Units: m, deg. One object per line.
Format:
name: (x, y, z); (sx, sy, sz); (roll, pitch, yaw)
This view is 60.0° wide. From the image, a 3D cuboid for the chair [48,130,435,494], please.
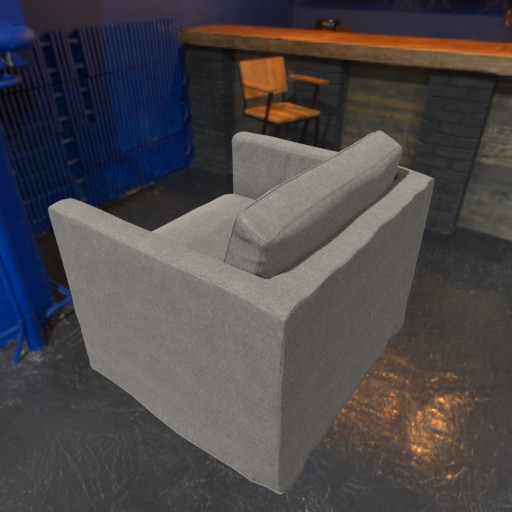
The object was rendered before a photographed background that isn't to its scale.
chair: (0.000, 0.000, 1.672); (0.949, 0.863, 1.057); (22, 38, 30)
